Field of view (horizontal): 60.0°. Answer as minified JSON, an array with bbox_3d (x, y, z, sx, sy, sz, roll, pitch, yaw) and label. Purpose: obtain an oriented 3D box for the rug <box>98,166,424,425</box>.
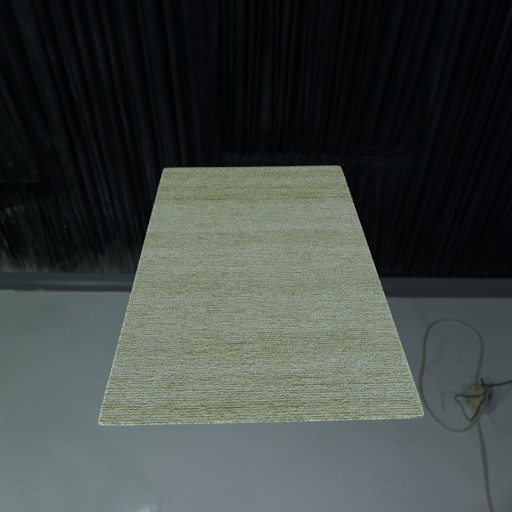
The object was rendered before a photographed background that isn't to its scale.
[{"bbox_3d":[0.000,0.000,2.201,1.143,0.010,1.758,-1,41,-1],"label":"rug"}]
